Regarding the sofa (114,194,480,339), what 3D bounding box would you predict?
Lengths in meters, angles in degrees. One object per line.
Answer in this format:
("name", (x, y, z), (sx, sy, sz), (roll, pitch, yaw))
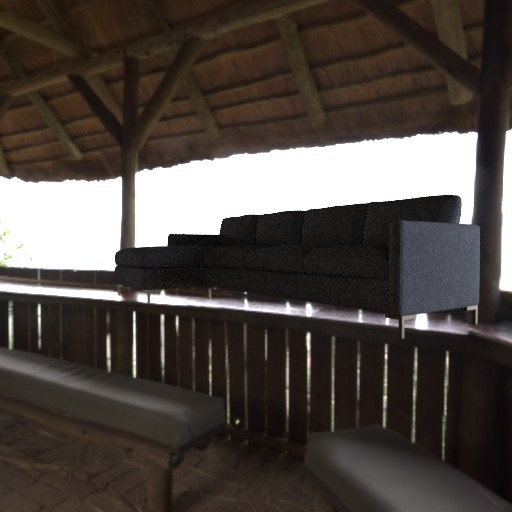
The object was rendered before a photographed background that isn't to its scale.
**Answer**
("sofa", (0.000, 0.000, 3.502), (1.350, 0.810, 2.932), (-1, 2, -36))
